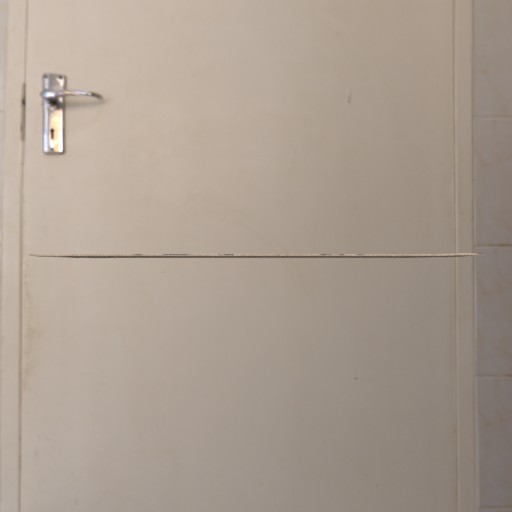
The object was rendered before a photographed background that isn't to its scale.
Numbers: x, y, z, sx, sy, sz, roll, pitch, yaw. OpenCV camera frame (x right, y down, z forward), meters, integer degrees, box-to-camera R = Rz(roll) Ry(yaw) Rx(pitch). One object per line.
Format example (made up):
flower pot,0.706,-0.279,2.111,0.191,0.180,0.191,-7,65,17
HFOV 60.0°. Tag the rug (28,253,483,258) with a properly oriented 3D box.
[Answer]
rug,0.000,0.000,2.571,2.301,0.017,0.692,0,-1,0
